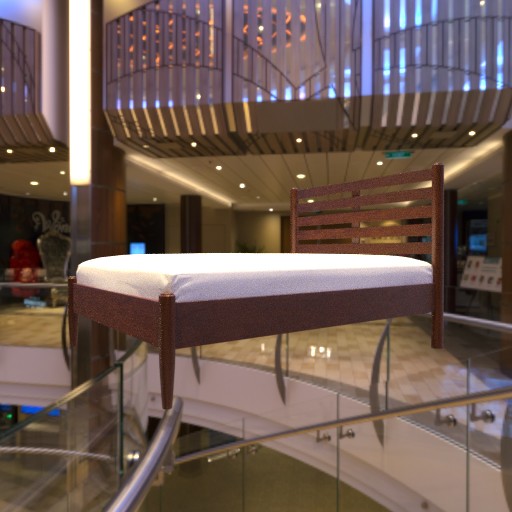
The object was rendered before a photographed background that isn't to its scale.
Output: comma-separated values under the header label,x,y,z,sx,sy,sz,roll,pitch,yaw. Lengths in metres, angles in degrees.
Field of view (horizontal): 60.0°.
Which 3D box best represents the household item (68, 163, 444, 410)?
label,x,y,z,sx,sy,sz,roll,pitch,yaw
household item,0.000,0.000,3.250,2.232,1.356,1.663,0,1,-37
